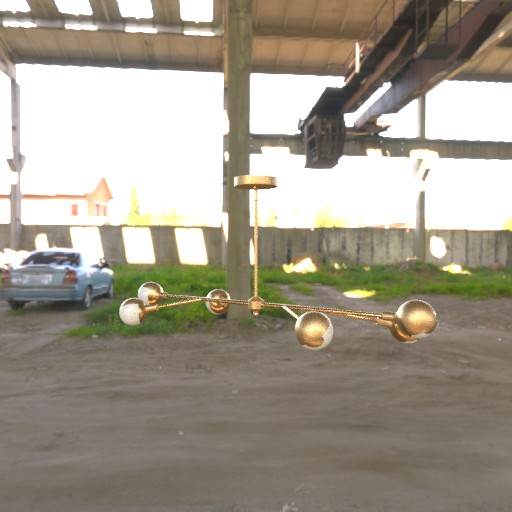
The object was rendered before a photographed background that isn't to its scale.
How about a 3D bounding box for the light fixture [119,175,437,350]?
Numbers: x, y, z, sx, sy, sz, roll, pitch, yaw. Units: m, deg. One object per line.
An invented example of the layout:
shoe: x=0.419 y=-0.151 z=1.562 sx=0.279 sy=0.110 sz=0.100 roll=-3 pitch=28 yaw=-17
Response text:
light fixture: x=0.000 y=0.000 z=1.035 sx=0.434 sy=0.362 sz=0.778 roll=-1 pitch=1 yaw=-38
